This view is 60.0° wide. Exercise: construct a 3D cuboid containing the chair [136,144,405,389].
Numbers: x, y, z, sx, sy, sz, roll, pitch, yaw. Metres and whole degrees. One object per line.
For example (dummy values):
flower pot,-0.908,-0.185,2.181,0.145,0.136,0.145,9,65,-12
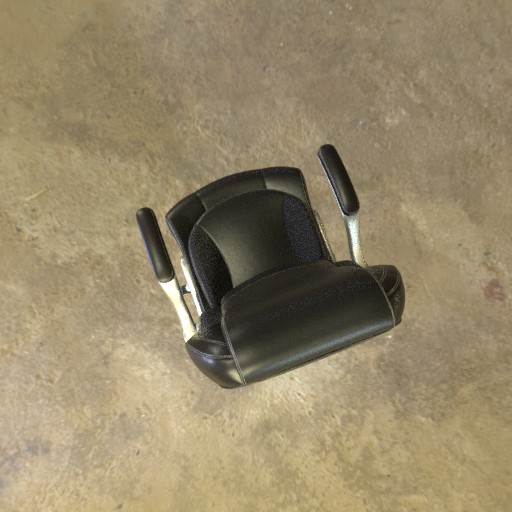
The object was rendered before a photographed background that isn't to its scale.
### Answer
chair,0.000,0.000,1.614,0.724,1.141,0.801,-20,77,-5
